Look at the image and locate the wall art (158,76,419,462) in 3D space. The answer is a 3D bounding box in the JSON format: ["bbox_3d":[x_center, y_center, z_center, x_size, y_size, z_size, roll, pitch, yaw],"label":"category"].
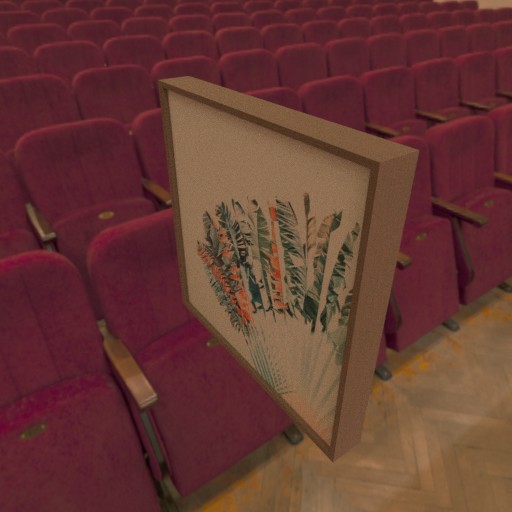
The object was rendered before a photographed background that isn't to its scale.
[{"bbox_3d":[0.000,0.000,0.460,0.038,0.303,0.304,-21,38,-30],"label":"wall art"}]
